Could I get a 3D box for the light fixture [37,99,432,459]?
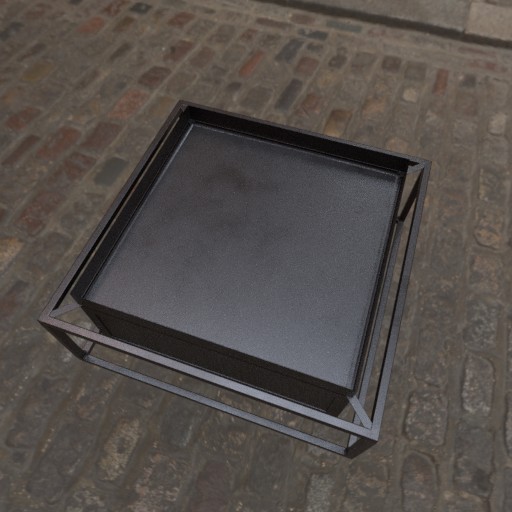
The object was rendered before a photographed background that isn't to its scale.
[{"bbox_3d":[0.000,0.000,0.693,0.441,0.191,0.441,17,60,10],"label":"light fixture"}]
